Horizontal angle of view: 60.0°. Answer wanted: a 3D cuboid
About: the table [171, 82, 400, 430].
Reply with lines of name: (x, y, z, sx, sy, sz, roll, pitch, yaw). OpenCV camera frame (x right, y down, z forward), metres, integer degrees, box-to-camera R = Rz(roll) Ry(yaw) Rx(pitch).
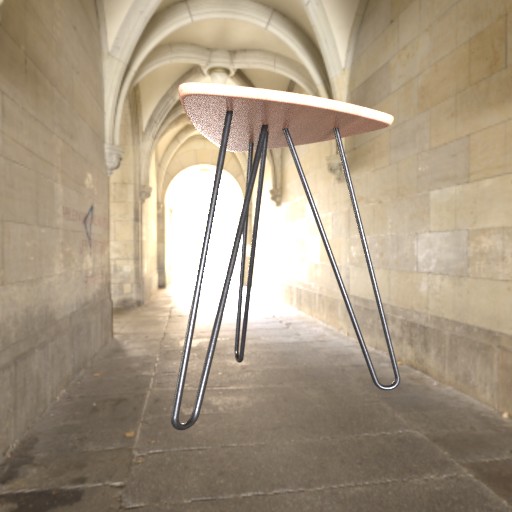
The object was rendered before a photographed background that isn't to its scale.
table: (0.000, 0.000, 0.884, 0.442, 0.564, 0.455, 1, 1, 36)
